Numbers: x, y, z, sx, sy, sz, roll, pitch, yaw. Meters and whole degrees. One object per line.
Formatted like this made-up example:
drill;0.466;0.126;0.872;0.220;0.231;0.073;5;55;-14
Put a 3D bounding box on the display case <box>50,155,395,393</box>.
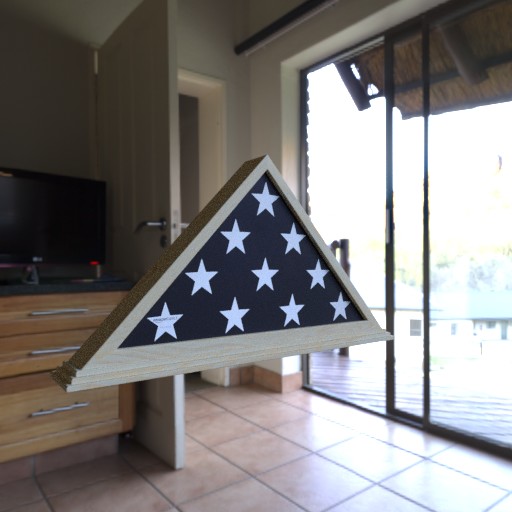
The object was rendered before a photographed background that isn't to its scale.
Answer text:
display case;0.000;0.000;0.769;0.640;0.340;0.095;1;-1;-36
